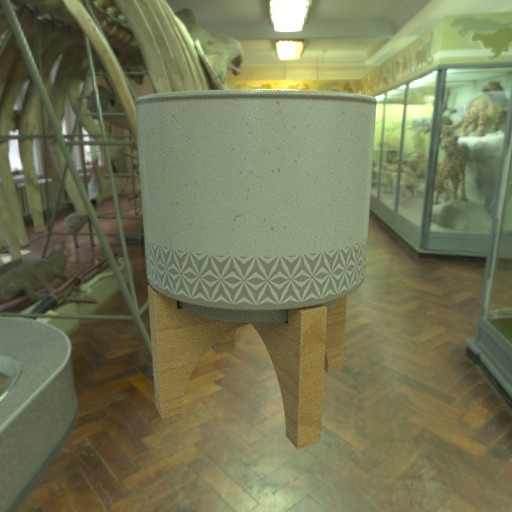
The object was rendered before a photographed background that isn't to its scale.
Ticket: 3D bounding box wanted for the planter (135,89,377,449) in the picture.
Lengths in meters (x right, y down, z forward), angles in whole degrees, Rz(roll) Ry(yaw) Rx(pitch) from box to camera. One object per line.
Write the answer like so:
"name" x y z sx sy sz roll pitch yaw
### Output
"planter" 0.000 0.000 0.269 0.130 0.178 0.130 0 15 0
